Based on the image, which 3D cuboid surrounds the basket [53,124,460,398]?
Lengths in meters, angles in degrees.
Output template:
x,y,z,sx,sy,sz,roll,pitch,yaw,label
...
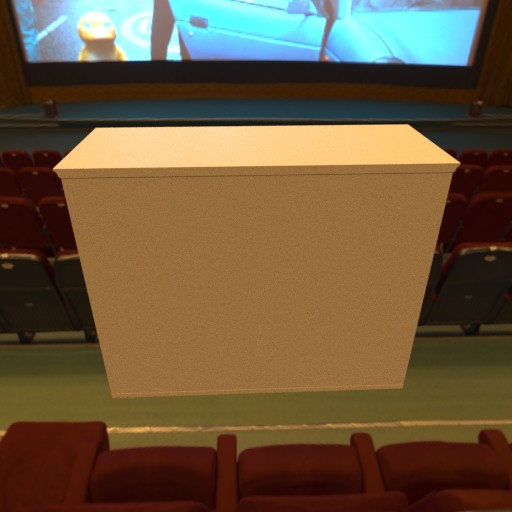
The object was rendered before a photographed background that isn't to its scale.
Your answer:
x,y,z,sx,sy,sz,roll,pitch,yaw,label
0.000,0.000,1.181,0.792,0.625,0.376,-1,30,-2,basket
